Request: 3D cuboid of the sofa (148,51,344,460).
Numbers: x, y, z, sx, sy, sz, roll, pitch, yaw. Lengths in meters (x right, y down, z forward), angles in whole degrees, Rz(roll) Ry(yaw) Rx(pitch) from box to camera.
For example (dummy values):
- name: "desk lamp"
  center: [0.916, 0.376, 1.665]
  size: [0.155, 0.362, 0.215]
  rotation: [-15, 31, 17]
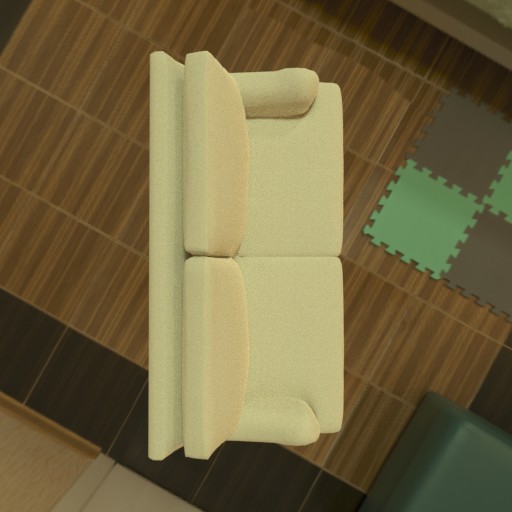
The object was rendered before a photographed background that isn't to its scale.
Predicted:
- name: "sofa"
  center: [0.000, 0.000, 2.690]
  size: [1.086, 1.087, 2.159]
  rotation: [0, 89, 0]
